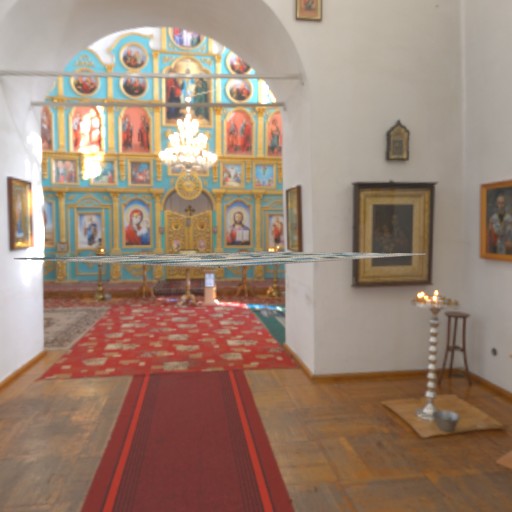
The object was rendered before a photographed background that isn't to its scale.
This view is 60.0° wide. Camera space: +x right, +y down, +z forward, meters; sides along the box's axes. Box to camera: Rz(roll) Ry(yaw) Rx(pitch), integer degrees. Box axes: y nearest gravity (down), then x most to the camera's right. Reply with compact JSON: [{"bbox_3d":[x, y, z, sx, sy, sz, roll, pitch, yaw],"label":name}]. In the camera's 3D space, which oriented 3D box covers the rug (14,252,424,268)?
[{"bbox_3d":[0.000,0.000,2.948,1.507,0.007,2.433,1,2,37],"label":"rug"}]
